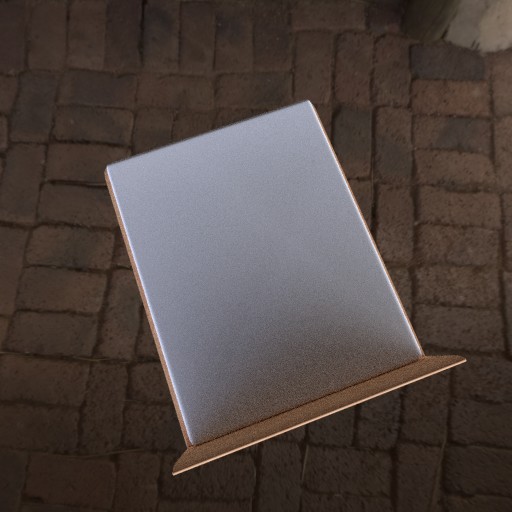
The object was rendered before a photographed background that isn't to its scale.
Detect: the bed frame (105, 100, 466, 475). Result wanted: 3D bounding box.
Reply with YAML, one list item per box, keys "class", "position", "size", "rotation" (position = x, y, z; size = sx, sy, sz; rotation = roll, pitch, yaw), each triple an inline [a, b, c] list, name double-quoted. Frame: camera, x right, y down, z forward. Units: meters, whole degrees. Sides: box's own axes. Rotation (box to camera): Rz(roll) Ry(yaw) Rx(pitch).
- class: "bed frame"
  position: [0.000, 0.000, 3.015]
  size: [1.660, 0.940, 2.092]
  rotation: [-19, 77, -5]
